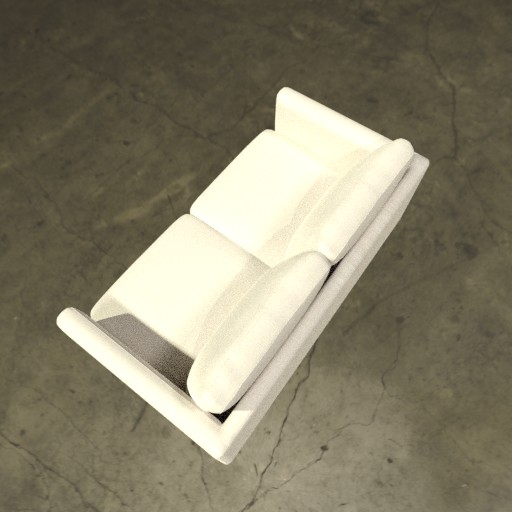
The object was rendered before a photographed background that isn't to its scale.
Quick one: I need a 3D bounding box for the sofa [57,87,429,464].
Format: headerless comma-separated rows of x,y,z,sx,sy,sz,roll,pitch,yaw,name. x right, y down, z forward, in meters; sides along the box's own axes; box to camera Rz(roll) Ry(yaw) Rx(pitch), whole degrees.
0.000,0.000,2.261,0.940,0.893,1.713,33,67,16,sofa
